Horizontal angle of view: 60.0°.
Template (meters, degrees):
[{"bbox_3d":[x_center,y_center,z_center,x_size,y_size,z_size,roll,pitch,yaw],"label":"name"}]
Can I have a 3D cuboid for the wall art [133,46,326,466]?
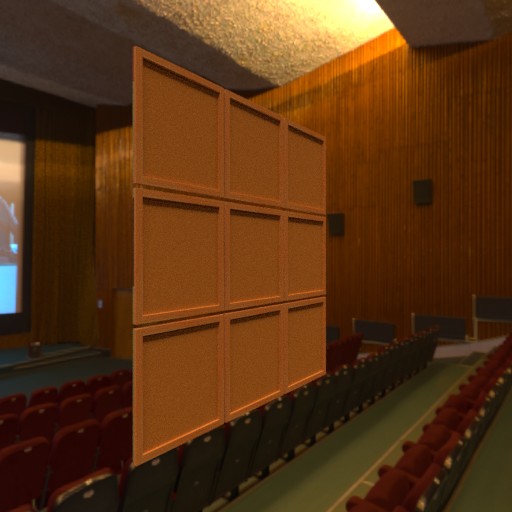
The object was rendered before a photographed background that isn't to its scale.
[{"bbox_3d":[0.000,0.000,1.333,0.012,0.910,0.911,0,0,35],"label":"wall art"}]
